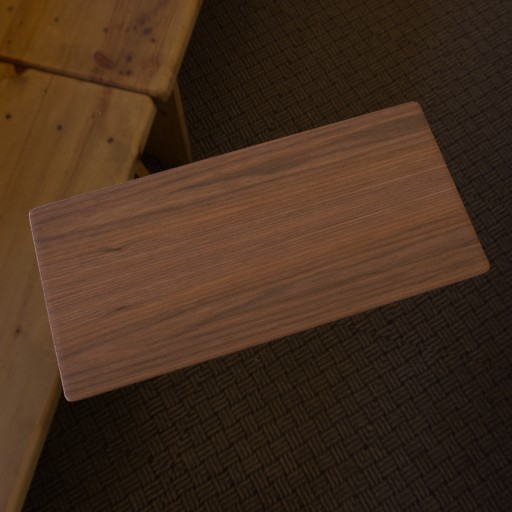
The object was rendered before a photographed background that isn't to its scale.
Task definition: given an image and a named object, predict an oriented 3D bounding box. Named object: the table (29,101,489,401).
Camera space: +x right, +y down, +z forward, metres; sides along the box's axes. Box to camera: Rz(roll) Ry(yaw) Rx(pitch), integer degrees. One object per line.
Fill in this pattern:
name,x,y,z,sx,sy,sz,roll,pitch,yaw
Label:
table,0.000,0.000,1.656,1.375,0.468,0.637,-17,77,-4
